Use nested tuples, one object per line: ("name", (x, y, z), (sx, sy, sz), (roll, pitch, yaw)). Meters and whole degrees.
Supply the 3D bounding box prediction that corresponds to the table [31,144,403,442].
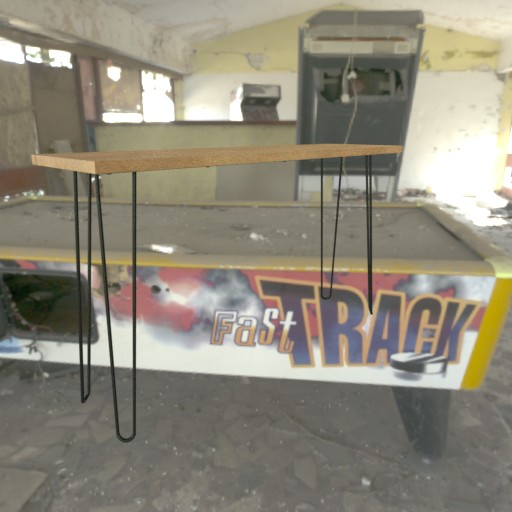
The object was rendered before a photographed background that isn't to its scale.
("table", (0.000, 0.000, 1.703), (1.400, 0.799, 0.399), (-15, 22, -42))
